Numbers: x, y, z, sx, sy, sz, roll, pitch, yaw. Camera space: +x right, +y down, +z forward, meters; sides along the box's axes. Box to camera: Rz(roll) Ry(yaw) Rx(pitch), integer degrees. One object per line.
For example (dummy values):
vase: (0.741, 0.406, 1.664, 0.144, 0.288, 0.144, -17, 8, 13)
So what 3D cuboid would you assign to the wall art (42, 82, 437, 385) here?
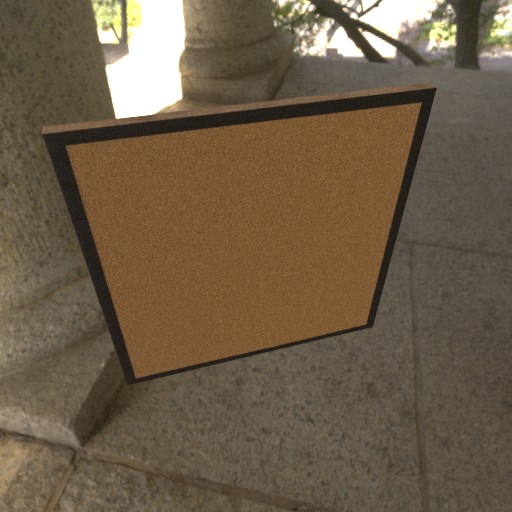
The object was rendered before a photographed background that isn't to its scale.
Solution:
wall art: (0.000, 0.000, 0.992, 0.695, 0.691, 0.029, -11, 42, -12)
